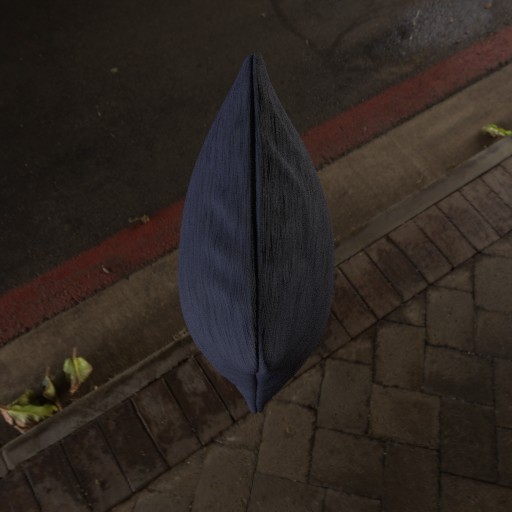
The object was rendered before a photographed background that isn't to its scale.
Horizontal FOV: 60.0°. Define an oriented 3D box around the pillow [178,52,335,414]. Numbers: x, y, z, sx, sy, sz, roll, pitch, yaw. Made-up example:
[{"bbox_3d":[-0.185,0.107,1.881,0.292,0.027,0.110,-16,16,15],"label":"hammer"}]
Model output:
[{"bbox_3d":[0.000,0.000,0.695,0.246,0.414,0.432,-1,65,0],"label":"pillow"}]
